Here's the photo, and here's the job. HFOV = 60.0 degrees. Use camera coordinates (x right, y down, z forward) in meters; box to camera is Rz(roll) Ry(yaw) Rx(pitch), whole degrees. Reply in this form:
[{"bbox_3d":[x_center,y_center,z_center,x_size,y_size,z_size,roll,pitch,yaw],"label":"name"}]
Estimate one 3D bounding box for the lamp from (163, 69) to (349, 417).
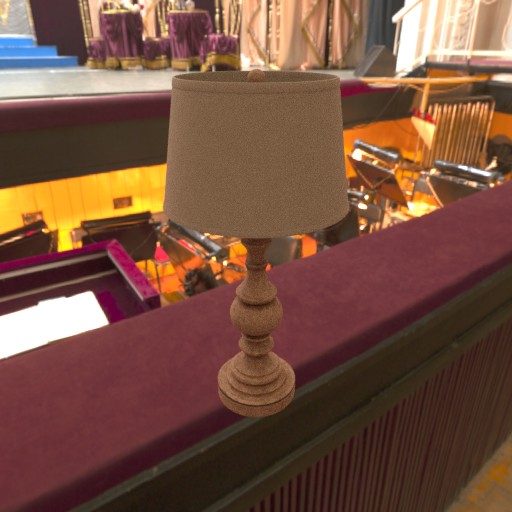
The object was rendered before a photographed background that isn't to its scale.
[{"bbox_3d":[0.000,0.000,0.870,0.340,0.678,0.340,0,26,0],"label":"lamp"}]
